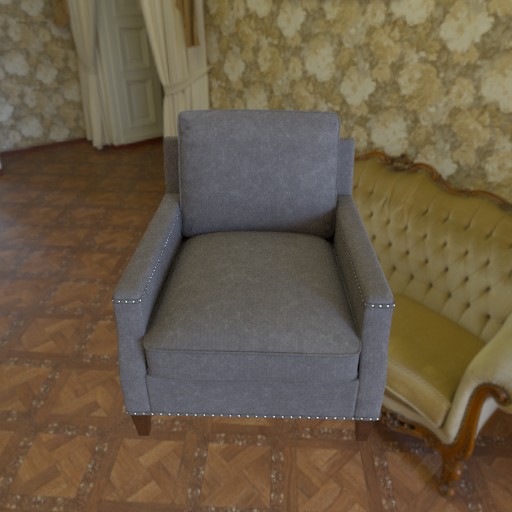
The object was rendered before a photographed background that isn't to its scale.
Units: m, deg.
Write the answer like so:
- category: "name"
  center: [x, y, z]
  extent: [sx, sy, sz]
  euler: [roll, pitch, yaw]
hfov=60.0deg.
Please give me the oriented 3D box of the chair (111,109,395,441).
- category: "chair"
  center: [0.000, 0.000, 1.712]
  extent: [0.853, 0.948, 1.014]
  euler: [1, 30, 1]
